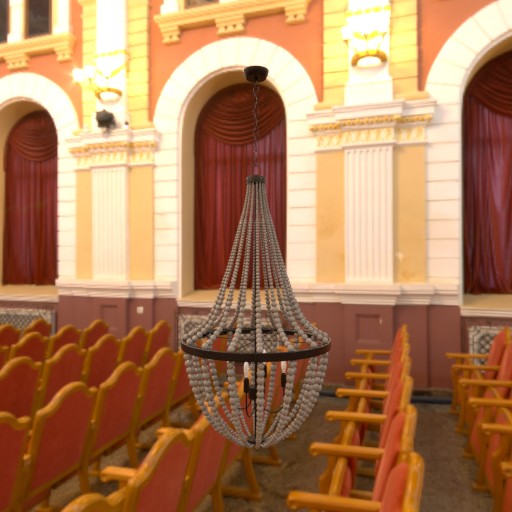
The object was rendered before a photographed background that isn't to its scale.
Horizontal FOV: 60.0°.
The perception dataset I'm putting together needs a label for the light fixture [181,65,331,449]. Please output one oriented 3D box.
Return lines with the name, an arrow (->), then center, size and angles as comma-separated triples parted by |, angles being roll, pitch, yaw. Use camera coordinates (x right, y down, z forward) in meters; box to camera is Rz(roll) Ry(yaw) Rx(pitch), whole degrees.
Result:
light fixture -> 0.000, 0.000, 1.350 | 0.450, 1.133, 0.450 | 0, -1, 0
